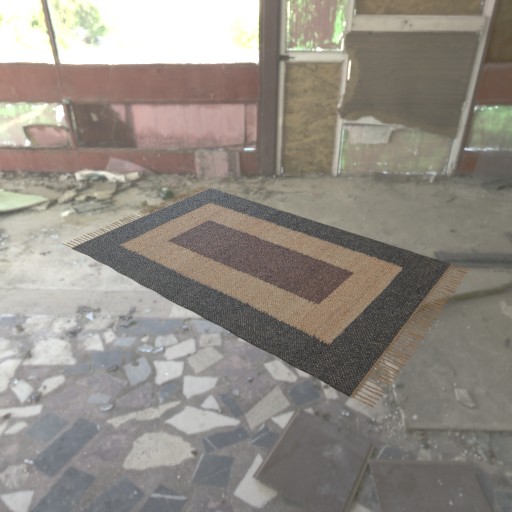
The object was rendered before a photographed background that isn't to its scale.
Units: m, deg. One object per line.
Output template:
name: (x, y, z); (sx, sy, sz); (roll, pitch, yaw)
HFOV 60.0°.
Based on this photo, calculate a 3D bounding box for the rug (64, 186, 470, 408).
rug: (0.000, 0.000, 1.928); (1.541, 0.013, 0.920); (22, 37, 32)
